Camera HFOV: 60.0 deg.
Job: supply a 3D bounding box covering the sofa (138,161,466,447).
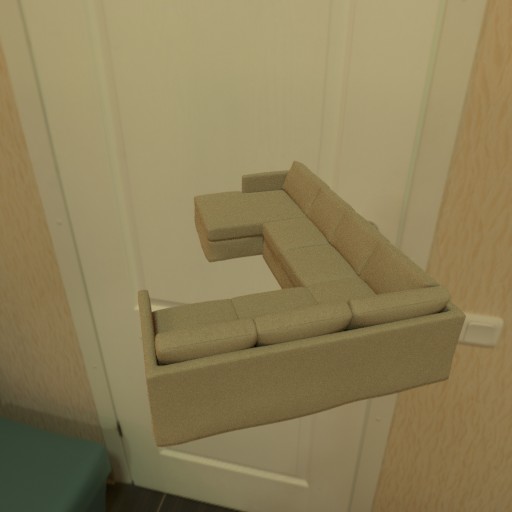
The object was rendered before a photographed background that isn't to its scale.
[{"bbox_3d":[0.000,0.000,4.674,2.476,0.878,3.528,-8,31,-13],"label":"sofa"}]
